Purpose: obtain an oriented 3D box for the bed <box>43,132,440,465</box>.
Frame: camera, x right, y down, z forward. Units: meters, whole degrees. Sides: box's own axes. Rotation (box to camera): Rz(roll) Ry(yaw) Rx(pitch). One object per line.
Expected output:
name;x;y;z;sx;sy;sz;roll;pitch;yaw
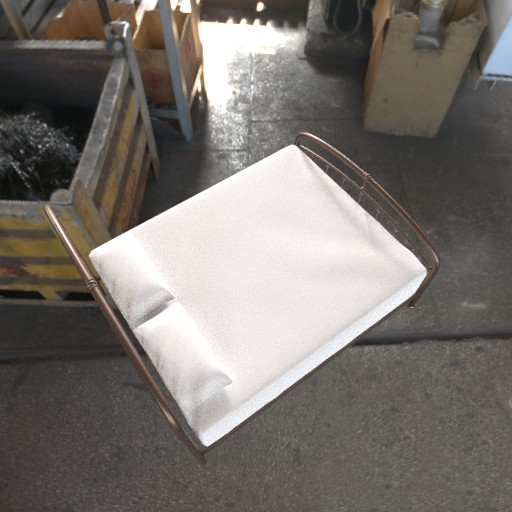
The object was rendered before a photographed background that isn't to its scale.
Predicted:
bed;0.000;0.000;3.230;2.168;1.475;1.711;-31;63;-18
